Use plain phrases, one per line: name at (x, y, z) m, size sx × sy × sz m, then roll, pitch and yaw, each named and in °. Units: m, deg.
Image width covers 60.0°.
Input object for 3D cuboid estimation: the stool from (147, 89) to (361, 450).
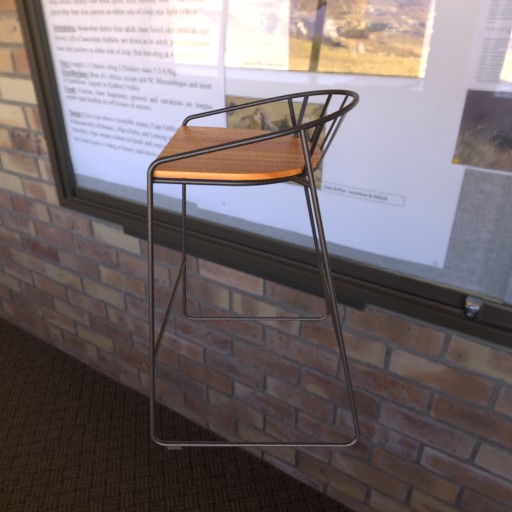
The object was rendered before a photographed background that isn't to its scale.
stool at (0.000, 0.000, 1.163) m, size 0.521 × 0.812 × 0.546 m, roll 0°, pitch 28°, yaw 0°
